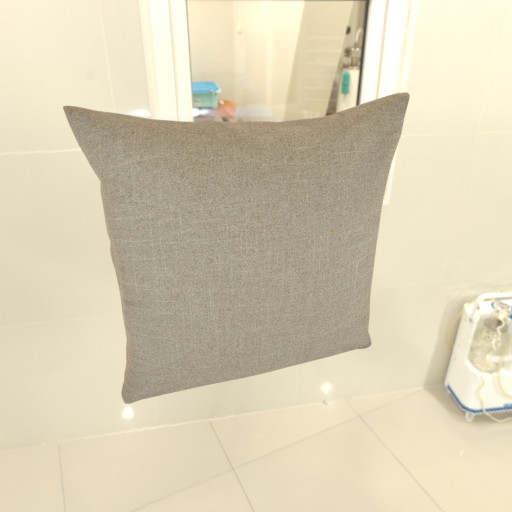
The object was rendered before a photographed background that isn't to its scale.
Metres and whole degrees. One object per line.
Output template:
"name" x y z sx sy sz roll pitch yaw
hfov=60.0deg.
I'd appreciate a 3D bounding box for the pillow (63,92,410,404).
"pillow" 0.000 0.000 0.748 0.513 0.511 0.158 -9 29 -17
